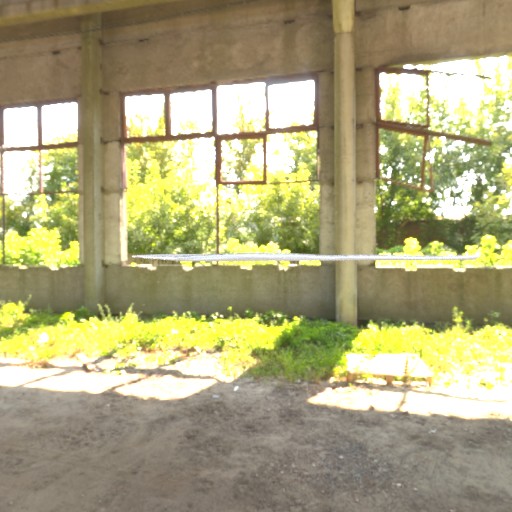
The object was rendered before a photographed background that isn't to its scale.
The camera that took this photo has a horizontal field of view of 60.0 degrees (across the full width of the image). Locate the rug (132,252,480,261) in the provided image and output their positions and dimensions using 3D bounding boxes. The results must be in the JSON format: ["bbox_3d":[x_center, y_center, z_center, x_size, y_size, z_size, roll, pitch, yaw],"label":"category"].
[{"bbox_3d":[0.000,0.000,3.136,1.537,0.036,2.447,0,0,-20],"label":"rug"}]
